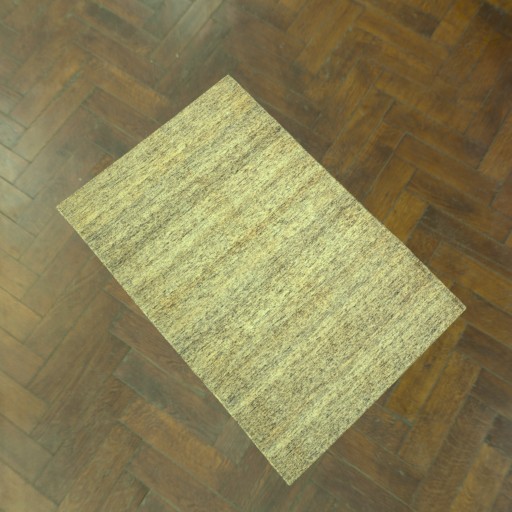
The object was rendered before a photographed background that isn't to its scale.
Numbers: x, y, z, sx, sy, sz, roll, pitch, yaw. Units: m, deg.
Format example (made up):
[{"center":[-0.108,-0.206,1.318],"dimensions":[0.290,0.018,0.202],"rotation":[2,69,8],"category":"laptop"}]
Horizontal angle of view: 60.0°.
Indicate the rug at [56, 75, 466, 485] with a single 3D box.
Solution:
[{"center":[0.000,0.000,2.320],"dimensions":[1.243,0.014,1.846],"rotation":[-41,79,-10],"category":"rug"}]
